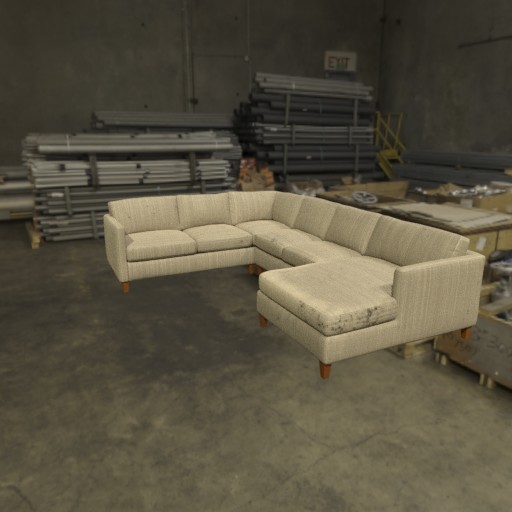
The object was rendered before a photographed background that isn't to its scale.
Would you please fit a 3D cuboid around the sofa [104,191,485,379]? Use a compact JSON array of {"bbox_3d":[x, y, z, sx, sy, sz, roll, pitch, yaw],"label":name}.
[{"bbox_3d":[0.000,0.000,4.638,2.594,0.961,3.460,-8,17,-25],"label":"sofa"}]
